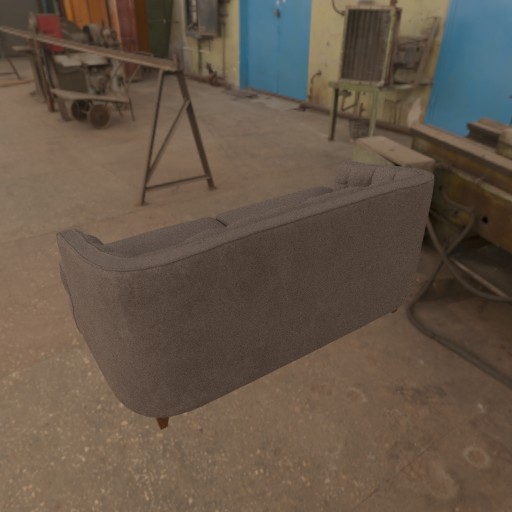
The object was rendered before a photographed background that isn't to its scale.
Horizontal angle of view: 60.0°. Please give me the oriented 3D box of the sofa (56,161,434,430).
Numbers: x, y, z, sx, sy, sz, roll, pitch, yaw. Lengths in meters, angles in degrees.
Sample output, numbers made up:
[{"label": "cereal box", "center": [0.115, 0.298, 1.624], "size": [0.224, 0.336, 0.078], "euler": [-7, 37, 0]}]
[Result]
[{"label": "sofa", "center": [0.000, 0.000, 2.246], "size": [1.733, 0.855, 0.941], "euler": [-19, 35, -29]}]
